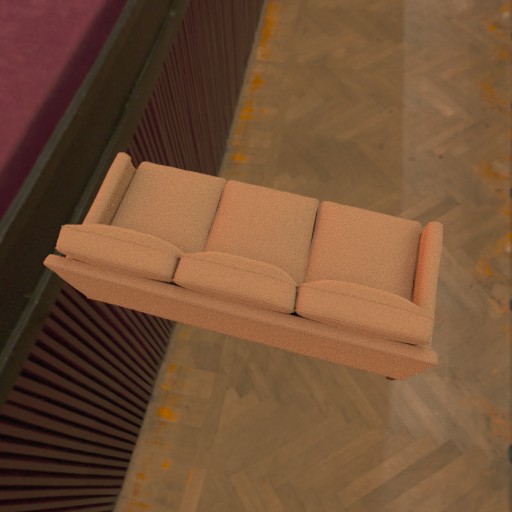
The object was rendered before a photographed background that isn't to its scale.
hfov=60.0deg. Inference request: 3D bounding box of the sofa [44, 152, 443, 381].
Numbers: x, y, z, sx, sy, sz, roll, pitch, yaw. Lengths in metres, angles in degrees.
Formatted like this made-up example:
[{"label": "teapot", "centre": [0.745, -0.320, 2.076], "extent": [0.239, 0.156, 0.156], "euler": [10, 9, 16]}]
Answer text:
[{"label": "sofa", "centre": [0.000, 0.000, 2.866], "extent": [2.246, 1.003, 1.084], "euler": [13, 64, 7]}]
